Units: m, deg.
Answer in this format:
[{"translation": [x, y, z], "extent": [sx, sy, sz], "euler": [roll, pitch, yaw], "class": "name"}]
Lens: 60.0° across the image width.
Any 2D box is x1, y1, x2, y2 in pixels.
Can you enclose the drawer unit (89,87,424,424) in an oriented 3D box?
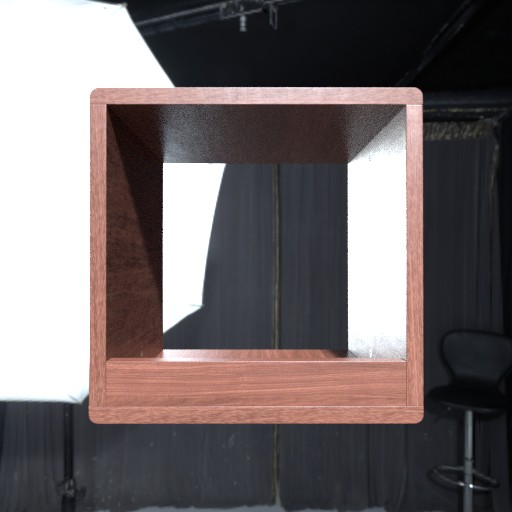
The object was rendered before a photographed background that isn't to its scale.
[{"translation": [0.000, 0.000, 0.608], "extent": [0.349, 0.351, 0.290], "euler": [0, 0, 0], "class": "drawer unit"}]
